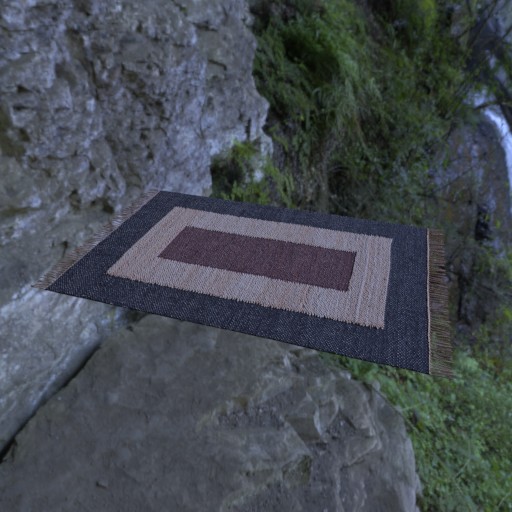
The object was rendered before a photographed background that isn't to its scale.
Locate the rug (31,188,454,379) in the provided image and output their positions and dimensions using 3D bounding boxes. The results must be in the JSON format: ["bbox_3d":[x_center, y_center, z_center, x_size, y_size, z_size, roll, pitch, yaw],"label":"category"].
[{"bbox_3d":[0.000,0.000,2.463,2.021,0.027,1.224,10,35,15],"label":"rug"}]
